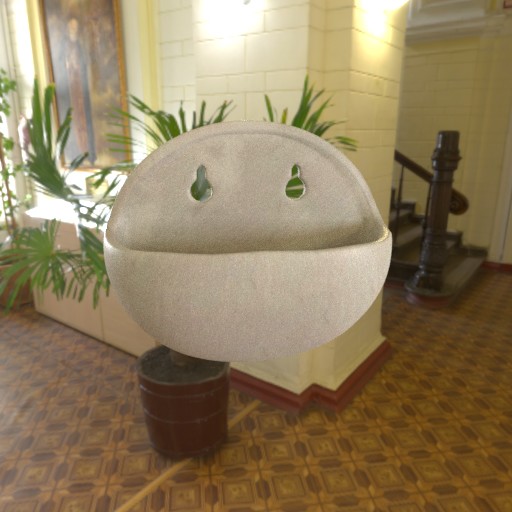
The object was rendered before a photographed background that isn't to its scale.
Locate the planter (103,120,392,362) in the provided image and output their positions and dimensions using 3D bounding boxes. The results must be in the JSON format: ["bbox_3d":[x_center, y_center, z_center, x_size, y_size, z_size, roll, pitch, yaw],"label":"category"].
[{"bbox_3d":[0.000,0.000,0.277,0.190,0.164,0.073,-2,16,-8],"label":"planter"}]
